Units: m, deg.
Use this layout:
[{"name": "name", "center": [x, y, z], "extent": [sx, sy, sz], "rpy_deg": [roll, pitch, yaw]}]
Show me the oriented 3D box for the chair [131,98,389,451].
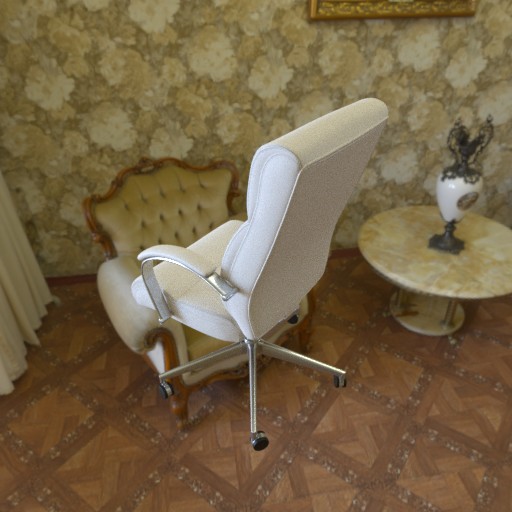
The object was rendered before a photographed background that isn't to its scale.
[{"name": "chair", "center": [0.000, 0.000, 1.601], "extent": [0.745, 1.099, 0.727], "rpy_deg": [20, 37, 29]}]
